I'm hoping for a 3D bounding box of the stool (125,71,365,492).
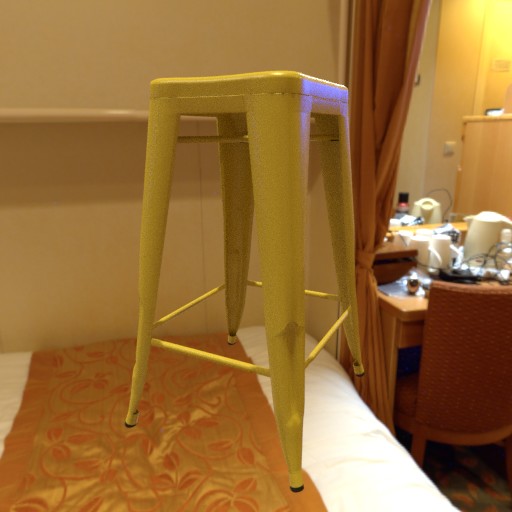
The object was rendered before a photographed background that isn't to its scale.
[{"bbox_3d":[0.000,0.000,0.835,0.359,0.609,0.399,8,18,26],"label":"stool"}]
